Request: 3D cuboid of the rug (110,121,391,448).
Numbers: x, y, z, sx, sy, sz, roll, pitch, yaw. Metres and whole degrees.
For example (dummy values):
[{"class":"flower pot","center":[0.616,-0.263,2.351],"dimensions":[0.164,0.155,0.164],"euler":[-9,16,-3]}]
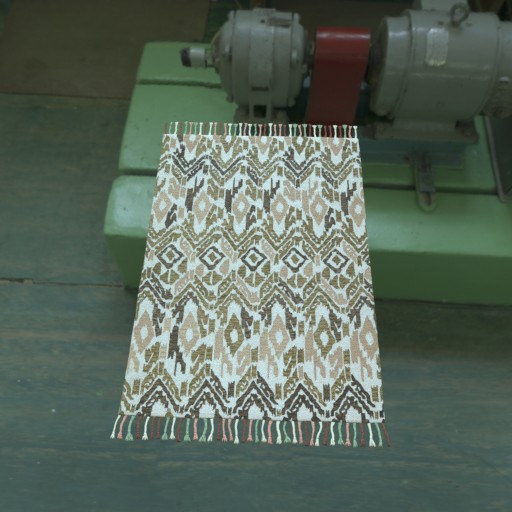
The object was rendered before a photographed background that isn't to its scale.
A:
[{"class":"rug","center":[0.000,0.000,2.326],"dimensions":[1.219,0.008,1.829],"euler":[1,64,1]}]
